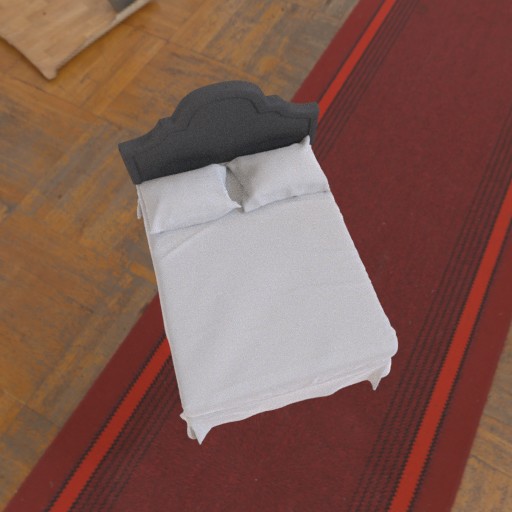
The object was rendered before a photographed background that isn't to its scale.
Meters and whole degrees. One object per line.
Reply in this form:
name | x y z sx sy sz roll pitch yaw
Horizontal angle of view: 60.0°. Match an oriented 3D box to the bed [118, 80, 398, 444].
bed | 0.000 0.000 3.373 1.780 1.634 2.222 -15 64 -7
